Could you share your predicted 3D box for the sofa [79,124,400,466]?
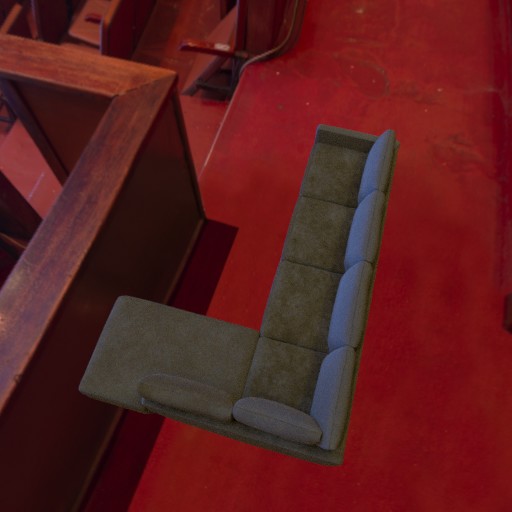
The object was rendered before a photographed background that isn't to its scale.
[{"bbox_3d":[0.000,0.000,3.260,1.707,0.687,2.486,14,65,7],"label":"sofa"}]
